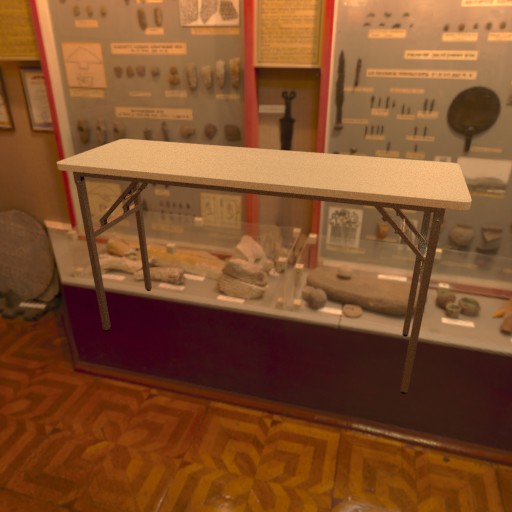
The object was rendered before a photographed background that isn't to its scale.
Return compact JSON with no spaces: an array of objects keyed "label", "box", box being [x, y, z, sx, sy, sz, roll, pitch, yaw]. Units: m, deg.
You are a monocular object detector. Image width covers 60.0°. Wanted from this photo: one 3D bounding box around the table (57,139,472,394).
[{"label":"table","box":[0.000,0.000,1.767,1.397,0.750,0.446,8,28,16]}]
